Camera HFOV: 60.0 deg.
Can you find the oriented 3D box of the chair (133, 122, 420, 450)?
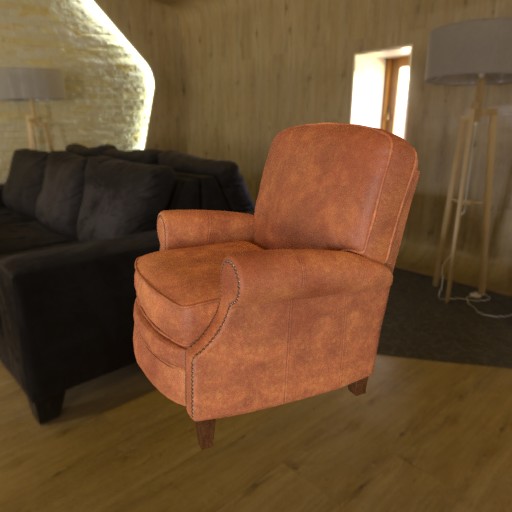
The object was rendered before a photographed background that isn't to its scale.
[{"bbox_3d":[0.000,0.000,1.761,0.986,1.018,0.936,-8,18,-25],"label":"chair"}]
